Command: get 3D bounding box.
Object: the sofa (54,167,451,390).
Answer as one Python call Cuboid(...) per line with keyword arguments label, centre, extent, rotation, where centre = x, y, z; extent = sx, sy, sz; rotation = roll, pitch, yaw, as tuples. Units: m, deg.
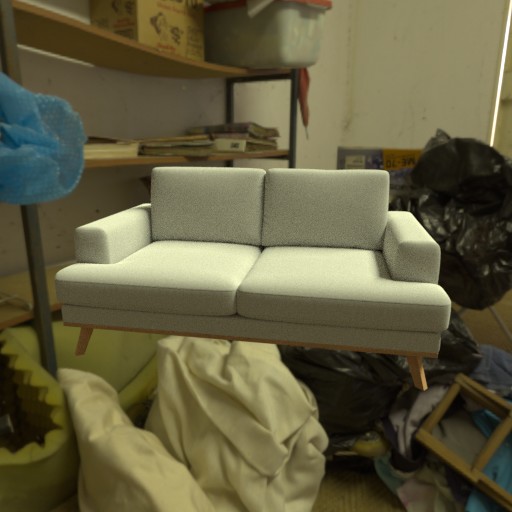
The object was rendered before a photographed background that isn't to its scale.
Cuboid(label="sofa", centre=(0.000, 0.000, 2.191), extent=(1.651, 0.810, 0.915), rotation=(3, 16, 10))
